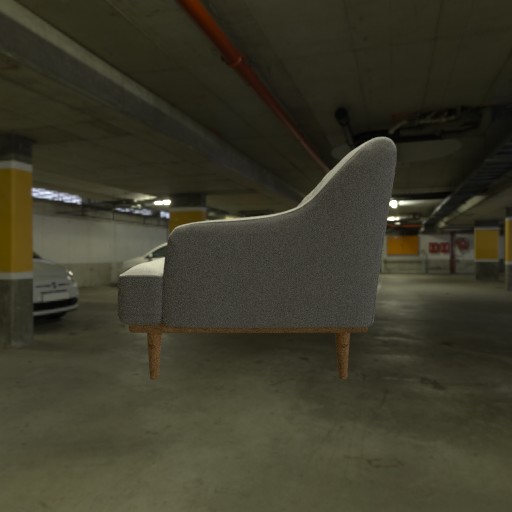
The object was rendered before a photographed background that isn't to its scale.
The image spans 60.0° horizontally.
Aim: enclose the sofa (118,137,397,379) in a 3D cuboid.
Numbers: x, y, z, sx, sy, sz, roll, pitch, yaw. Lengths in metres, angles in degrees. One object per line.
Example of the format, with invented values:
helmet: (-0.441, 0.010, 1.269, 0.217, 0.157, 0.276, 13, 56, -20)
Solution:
sofa: (0.000, 0.000, 2.517, 0.978, 0.871, 2.057, 0, 0, -1)
